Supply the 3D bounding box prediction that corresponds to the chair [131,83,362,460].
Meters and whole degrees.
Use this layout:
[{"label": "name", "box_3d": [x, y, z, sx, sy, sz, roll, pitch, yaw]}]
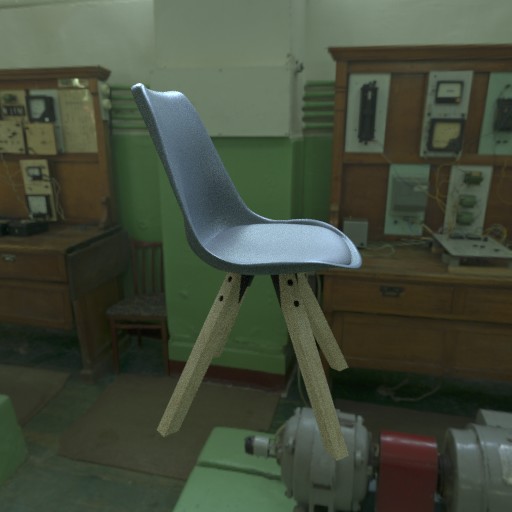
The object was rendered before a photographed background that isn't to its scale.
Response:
[{"label": "chair", "box_3d": [0.000, 0.000, 1.181, 0.550, 0.850, 0.485, 3, 16, 11]}]
